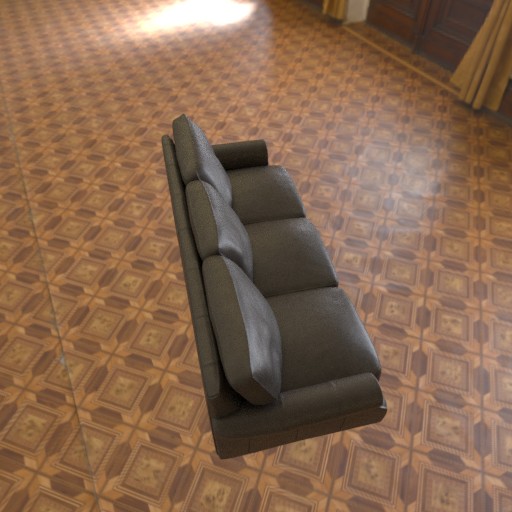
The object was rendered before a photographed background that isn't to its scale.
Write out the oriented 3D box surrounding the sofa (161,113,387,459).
[{"bbox_3d":[0.000,0.000,2.933,0.974,0.977,2.387,-10,47,-9],"label":"sofa"}]
